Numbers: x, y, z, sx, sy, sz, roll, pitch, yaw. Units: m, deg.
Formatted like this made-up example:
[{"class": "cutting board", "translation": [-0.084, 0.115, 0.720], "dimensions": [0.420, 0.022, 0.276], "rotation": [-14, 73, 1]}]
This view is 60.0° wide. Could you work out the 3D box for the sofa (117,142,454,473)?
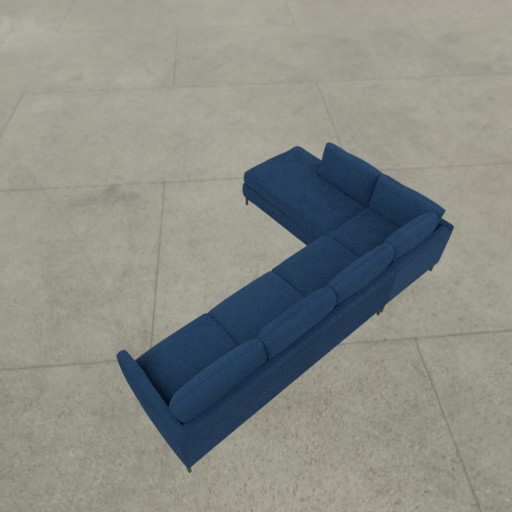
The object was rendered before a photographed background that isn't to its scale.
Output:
[{"class": "sofa", "translation": [0.000, 0.000, 3.914], "dimensions": [2.949, 0.815, 2.007], "rotation": [-32, 55, -26]}]
